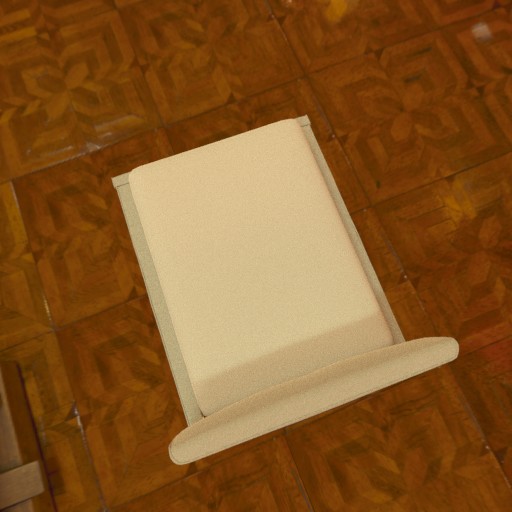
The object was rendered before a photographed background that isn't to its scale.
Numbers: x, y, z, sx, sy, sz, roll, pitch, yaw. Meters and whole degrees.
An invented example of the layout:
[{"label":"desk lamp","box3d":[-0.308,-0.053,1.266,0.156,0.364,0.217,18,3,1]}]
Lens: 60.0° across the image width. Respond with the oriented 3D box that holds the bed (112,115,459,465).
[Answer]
[{"label":"bed","box3d":[0.000,0.000,3.369,1.840,1.067,2.368,-19,76,-5]}]
